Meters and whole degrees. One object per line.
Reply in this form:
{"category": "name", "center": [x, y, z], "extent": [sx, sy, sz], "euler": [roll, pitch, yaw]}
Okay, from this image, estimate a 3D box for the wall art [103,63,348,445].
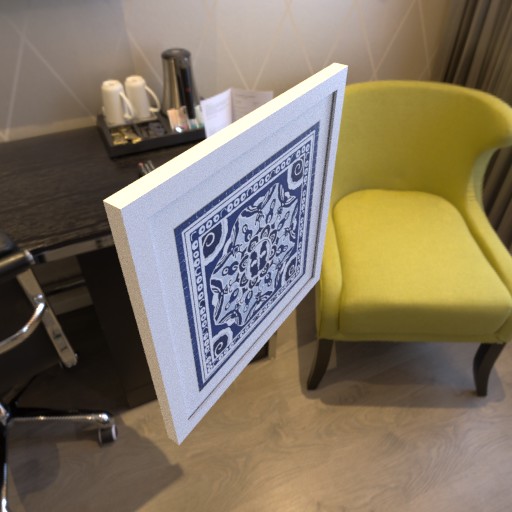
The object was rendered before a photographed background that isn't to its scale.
{"category": "wall art", "center": [0.000, 0.000, 0.849], "extent": [0.028, 0.559, 0.559], "euler": [25, 47, 25]}
